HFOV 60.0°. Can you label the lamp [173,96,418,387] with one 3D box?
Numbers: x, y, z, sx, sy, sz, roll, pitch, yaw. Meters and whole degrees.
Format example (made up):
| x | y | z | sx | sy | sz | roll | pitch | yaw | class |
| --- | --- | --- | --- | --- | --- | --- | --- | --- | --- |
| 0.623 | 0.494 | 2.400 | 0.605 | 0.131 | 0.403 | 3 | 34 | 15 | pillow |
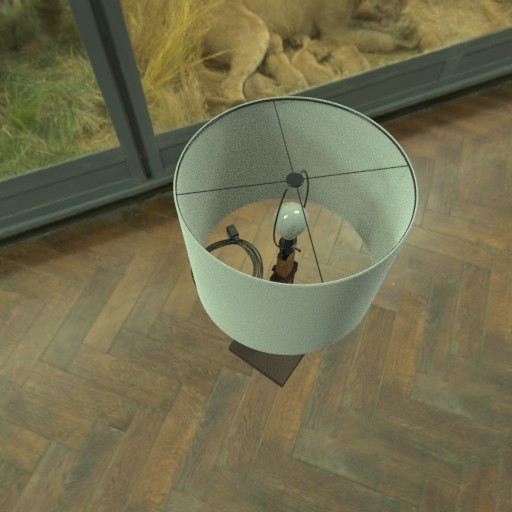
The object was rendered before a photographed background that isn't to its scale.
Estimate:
| x | y | z | sx | sy | sz | roll | pitch | yaw | class |
| --- | --- | --- | --- | --- | --- | --- | --- | --- | --- |
| 0.000 | 0.000 | 0.969 | 0.525 | 0.668 | 0.396 | 32 | 64 | 17 | lamp |
